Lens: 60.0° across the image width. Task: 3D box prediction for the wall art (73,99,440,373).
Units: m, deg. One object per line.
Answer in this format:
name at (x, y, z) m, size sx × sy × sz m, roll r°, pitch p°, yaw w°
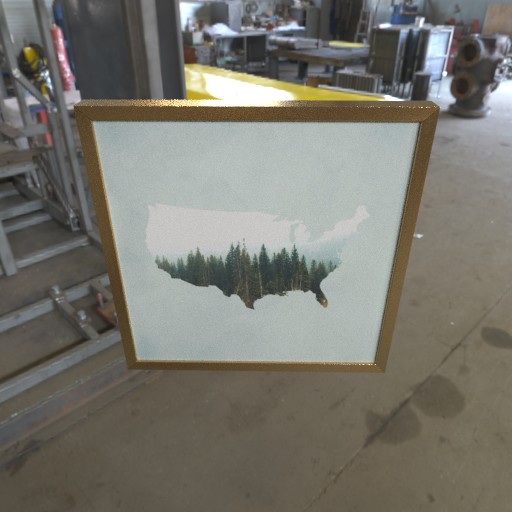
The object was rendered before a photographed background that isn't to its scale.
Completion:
wall art at (0.000, 0.000, 0.763) m, size 0.509 × 0.509 × 0.040 m, roll 0°, pitch 31°, yaw 1°
